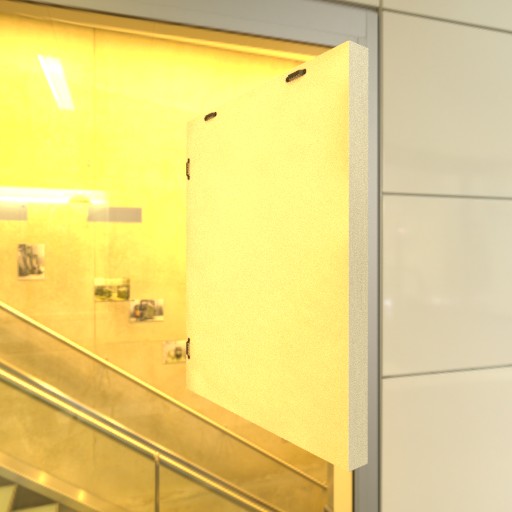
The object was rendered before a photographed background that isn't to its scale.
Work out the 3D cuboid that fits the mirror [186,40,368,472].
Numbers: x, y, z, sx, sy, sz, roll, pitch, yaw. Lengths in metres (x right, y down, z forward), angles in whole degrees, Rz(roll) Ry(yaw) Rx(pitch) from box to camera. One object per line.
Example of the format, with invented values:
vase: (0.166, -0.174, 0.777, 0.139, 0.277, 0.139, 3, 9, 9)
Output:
mirror: (0.000, 0.000, 0.693, 0.041, 0.509, 0.406, 0, 0, -37)
